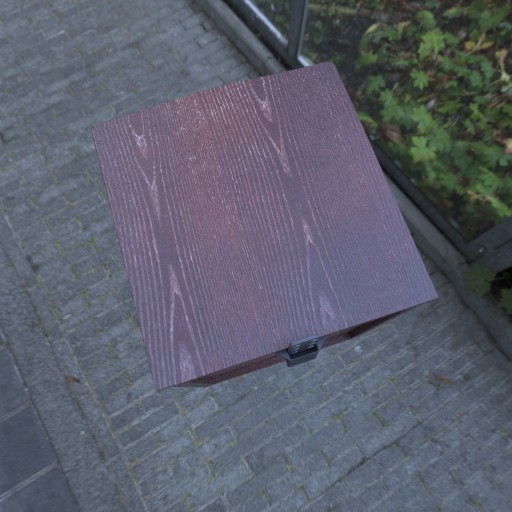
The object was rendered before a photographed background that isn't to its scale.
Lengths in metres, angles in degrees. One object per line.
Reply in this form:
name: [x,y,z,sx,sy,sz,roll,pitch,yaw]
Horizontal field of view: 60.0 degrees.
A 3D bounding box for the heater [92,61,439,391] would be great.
heater: [0.000,0.000,0.778,0.362,0.481,0.400,-17,74,-5]
